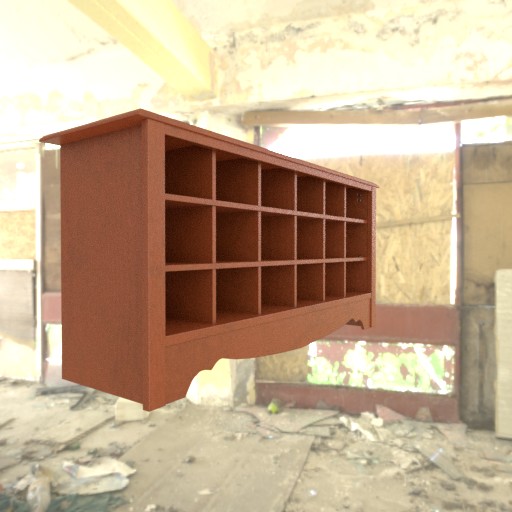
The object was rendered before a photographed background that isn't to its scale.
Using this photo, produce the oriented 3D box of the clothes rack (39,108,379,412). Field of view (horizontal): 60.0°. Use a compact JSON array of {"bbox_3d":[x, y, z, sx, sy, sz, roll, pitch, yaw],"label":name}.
[{"bbox_3d":[0.000,0.000,1.455,0.362,0.594,1.251,1,1,36],"label":"clothes rack"}]
